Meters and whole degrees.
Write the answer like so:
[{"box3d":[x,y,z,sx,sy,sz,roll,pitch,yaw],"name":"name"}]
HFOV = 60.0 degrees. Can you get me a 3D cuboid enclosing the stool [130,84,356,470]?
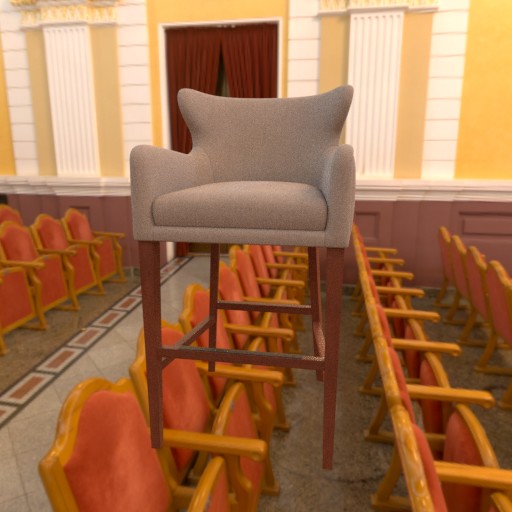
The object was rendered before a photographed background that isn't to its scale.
[{"box3d":[0.000,0.000,1.403,0.575,1.047,0.575,2,14,10],"name":"stool"}]
